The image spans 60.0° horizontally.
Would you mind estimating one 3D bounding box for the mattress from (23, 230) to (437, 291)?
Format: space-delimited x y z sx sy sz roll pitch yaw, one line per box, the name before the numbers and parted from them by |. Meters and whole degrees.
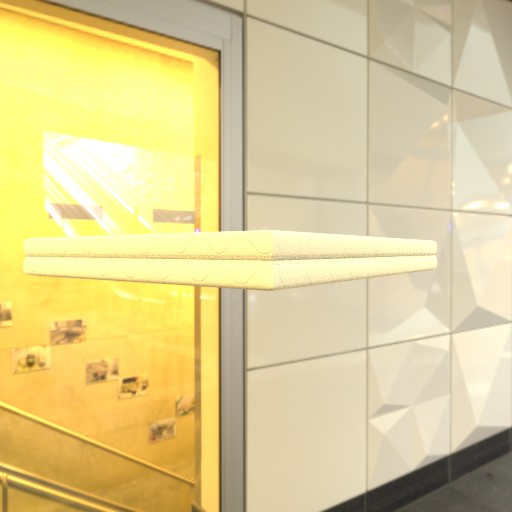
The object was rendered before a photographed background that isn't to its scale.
mattress | 0.000 0.000 2.681 1.600 0.200 2.000 1 1 36
